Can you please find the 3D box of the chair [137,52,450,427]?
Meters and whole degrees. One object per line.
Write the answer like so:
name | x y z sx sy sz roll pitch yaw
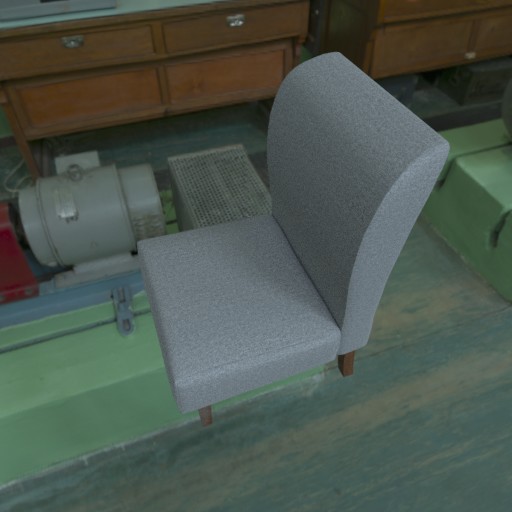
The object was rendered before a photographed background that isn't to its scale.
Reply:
chair | 0.000 0.000 1.147 0.592 0.804 0.513 -16 49 -15
